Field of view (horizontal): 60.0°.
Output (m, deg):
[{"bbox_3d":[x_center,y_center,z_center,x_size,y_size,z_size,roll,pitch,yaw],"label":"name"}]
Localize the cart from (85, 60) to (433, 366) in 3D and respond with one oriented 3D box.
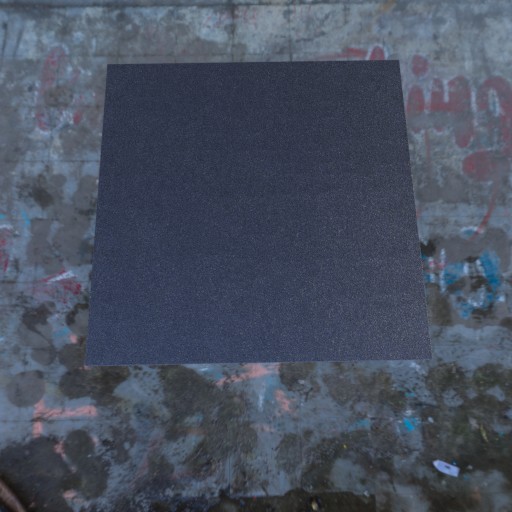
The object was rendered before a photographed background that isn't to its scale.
[{"bbox_3d":[0.000,0.000,1.094,0.520,0.762,0.521,-1,76,0],"label":"cart"}]
